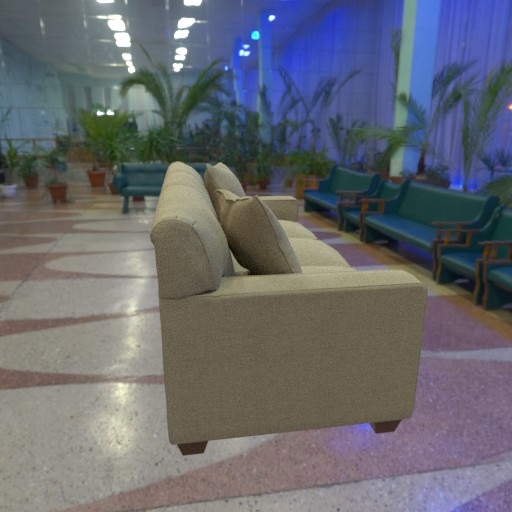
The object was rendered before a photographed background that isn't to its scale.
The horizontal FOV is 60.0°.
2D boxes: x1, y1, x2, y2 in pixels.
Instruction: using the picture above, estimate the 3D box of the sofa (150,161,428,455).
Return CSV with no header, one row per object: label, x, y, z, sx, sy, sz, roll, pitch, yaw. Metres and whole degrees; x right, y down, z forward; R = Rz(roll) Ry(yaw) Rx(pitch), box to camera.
sofa,0.000,0.000,2.500,0.997,0.958,2.024,-3,17,-9
